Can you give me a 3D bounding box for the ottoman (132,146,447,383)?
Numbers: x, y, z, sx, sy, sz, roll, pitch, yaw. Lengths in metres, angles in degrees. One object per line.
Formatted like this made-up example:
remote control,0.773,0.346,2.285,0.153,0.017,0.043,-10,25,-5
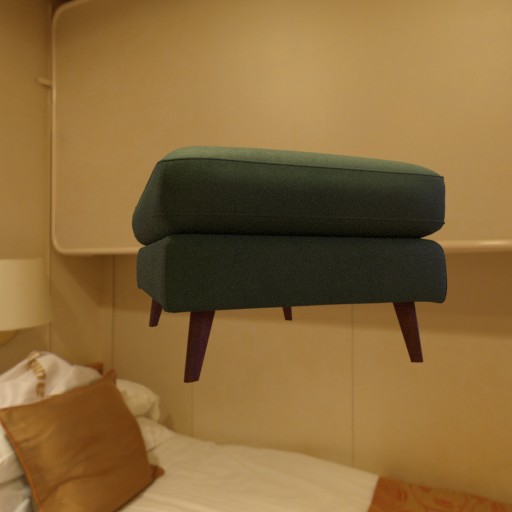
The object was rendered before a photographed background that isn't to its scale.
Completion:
ottoman,0.000,0.000,1.187,0.608,0.449,0.811,0,-1,-18
